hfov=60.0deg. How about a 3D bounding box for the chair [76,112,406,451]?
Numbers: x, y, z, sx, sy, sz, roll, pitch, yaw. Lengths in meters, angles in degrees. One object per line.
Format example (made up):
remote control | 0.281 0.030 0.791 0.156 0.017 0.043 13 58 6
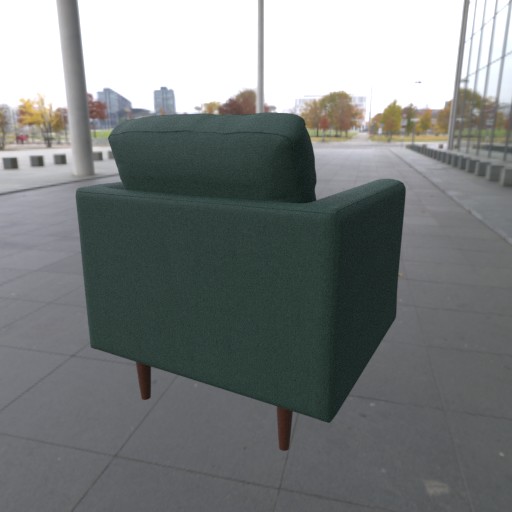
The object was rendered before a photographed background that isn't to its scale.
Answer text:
chair | 0.000 0.000 1.543 0.855 0.927 0.800 8 18 27
